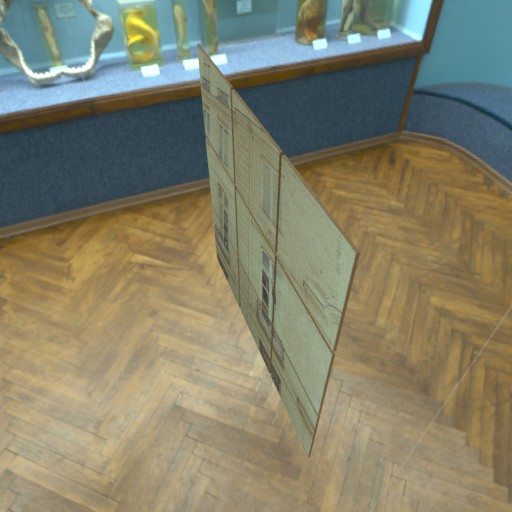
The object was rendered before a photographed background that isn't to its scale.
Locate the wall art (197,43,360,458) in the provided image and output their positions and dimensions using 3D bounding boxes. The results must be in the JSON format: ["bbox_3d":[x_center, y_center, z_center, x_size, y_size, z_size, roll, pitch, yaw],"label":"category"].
[{"bbox_3d":[0.000,0.000,2.228,0.023,1.522,1.526,-16,48,-15],"label":"wall art"}]
